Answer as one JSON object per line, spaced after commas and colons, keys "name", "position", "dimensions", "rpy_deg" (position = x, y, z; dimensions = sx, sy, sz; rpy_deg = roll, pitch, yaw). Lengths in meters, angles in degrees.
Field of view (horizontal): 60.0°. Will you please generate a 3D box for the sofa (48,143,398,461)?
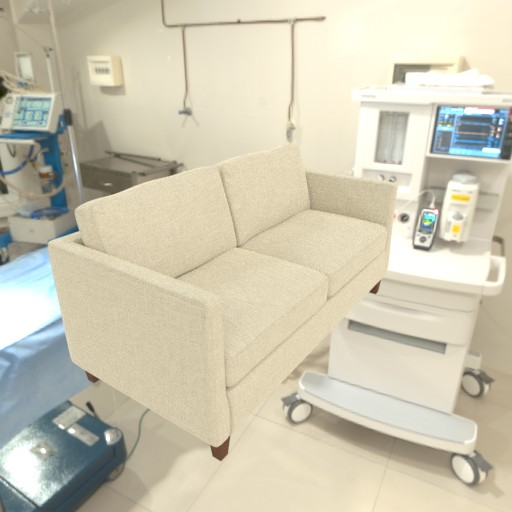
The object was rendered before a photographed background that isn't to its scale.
{"name": "sofa", "position": [0.000, 0.000, 2.444], "dimensions": [0.950, 0.963, 1.838], "rpy_deg": [16, 29, 31]}
